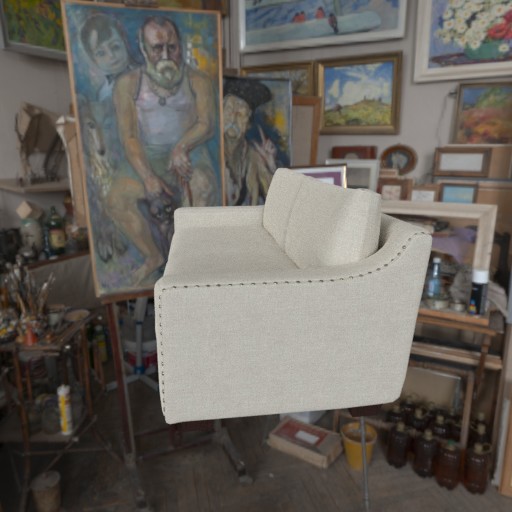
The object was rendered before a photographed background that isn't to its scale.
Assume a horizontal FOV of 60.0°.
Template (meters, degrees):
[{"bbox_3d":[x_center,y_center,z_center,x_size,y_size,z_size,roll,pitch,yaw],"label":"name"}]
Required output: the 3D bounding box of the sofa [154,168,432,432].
[{"bbox_3d":[0.000,0.000,2.731,1.104,0.983,2.107,-2,14,-8],"label":"sofa"}]
